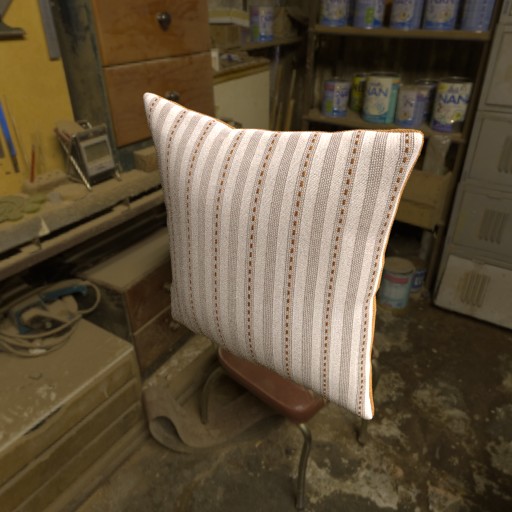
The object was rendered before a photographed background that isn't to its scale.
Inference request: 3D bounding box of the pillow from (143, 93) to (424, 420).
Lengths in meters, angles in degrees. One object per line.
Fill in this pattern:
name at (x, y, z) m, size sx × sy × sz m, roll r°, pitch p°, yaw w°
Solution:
pillow at (0.000, 0.000, 0.673) m, size 0.432 × 0.437 × 0.147 m, roll 20°, pitch 36°, yaw 30°
